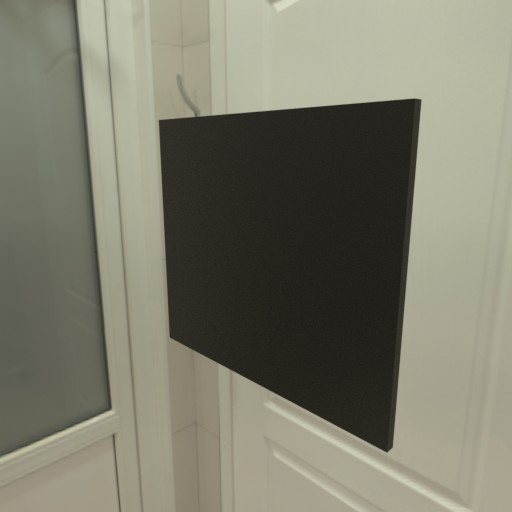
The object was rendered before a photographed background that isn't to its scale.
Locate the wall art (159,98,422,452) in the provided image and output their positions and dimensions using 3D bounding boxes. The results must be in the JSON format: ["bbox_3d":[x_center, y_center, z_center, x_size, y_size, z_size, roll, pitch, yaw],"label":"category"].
[{"bbox_3d":[0.000,0.000,0.535,0.012,0.332,0.383,-13,19,-43],"label":"wall art"}]
